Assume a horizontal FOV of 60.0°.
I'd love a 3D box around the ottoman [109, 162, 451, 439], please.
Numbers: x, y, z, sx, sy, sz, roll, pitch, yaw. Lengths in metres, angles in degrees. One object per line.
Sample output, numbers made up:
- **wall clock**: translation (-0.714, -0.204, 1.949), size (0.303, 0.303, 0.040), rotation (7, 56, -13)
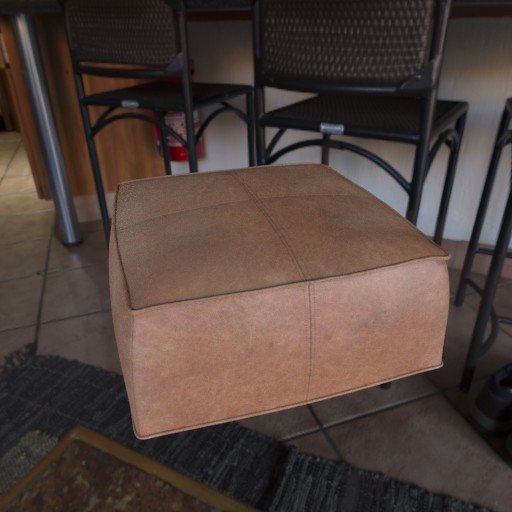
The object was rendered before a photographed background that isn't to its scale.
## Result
- **ottoman**: translation (0.000, 0.000, 1.408), size (0.901, 0.395, 0.902), rotation (-9, 30, -15)
